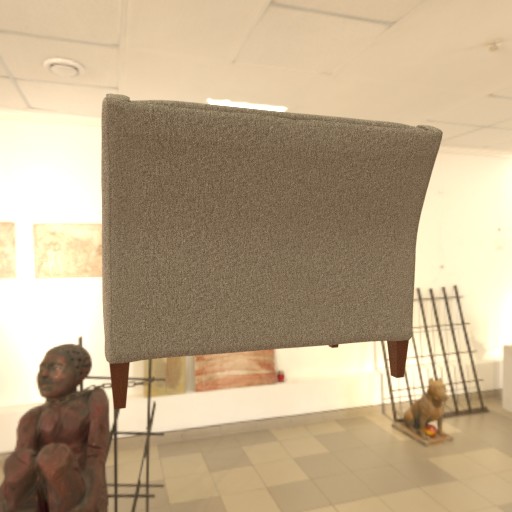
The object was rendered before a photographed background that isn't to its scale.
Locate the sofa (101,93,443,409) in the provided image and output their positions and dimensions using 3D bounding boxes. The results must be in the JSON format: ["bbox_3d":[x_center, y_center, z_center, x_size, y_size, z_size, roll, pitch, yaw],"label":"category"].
[{"bbox_3d":[0.000,0.000,1.897,1.242,1.026,0.862,-1,2,-18],"label":"sofa"}]
